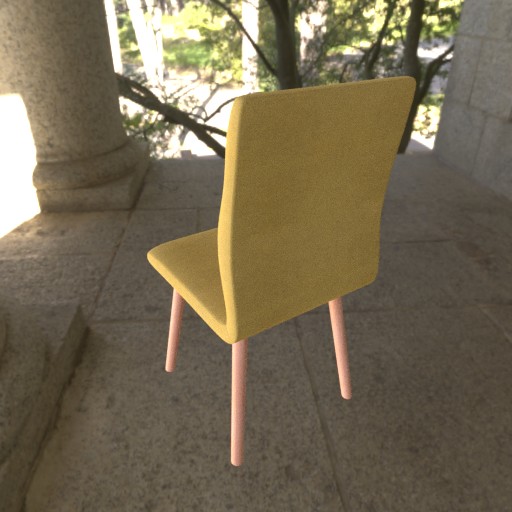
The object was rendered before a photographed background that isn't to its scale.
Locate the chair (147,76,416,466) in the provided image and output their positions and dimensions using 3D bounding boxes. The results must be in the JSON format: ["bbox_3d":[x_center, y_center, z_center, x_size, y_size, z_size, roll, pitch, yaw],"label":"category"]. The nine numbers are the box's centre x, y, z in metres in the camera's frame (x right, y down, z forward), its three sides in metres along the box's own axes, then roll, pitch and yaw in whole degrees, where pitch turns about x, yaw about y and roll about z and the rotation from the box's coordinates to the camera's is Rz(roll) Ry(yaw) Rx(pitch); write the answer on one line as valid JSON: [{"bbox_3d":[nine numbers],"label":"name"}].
[{"bbox_3d":[0.000,0.000,1.240,0.450,0.965,0.550,-19,34,-29],"label":"chair"}]
